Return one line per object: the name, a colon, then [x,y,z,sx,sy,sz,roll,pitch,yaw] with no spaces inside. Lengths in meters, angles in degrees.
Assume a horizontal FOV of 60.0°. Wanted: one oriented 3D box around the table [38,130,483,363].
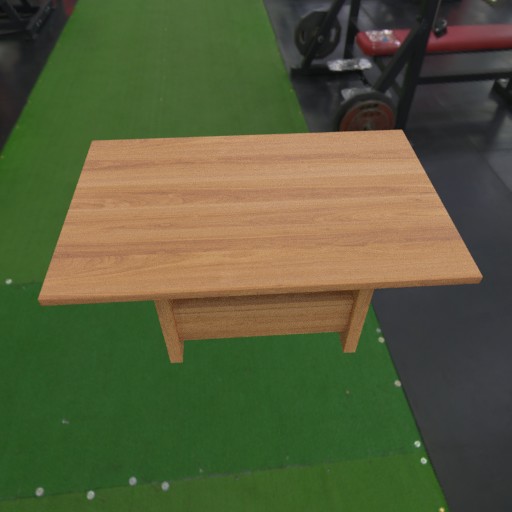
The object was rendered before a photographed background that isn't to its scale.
table: [0.000,0.000,1.516,1.100,0.510,0.700,-3,47,-3]
